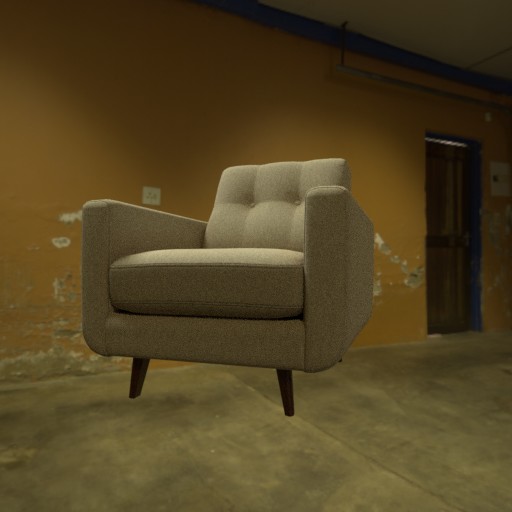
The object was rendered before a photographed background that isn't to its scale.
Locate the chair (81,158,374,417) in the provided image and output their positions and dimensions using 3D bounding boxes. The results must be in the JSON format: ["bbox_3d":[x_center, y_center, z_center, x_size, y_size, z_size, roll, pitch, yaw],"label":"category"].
[{"bbox_3d":[0.000,0.000,1.842,0.897,0.965,1.128,-1,-2,19],"label":"chair"}]
